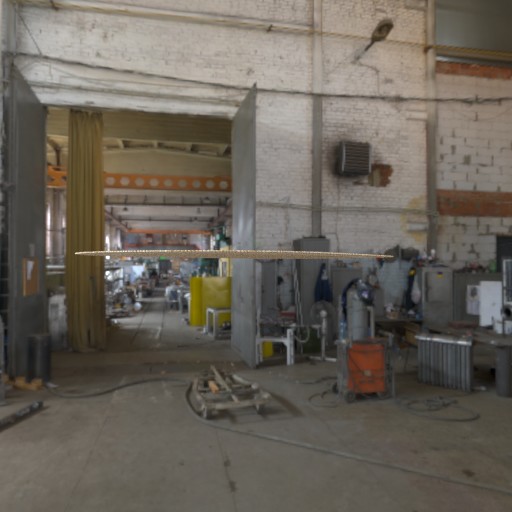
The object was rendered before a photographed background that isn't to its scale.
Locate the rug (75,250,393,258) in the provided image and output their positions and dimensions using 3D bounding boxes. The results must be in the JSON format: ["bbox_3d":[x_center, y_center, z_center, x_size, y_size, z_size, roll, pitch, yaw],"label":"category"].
[{"bbox_3d":[0.000,0.000,3.019,1.520,0.006,2.432,-1,-1,34],"label":"rug"}]
